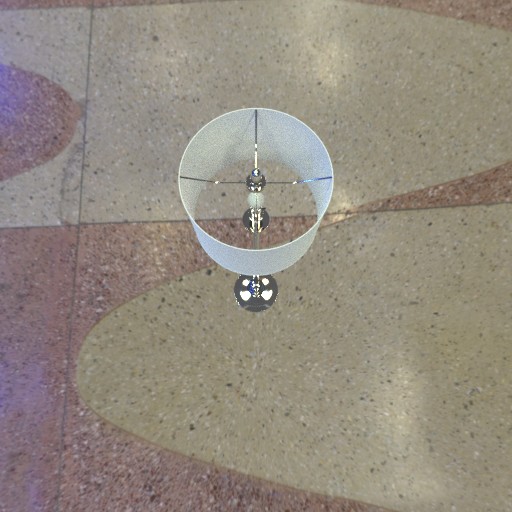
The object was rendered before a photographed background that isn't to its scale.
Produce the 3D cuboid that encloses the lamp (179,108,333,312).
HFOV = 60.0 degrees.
[{"bbox_3d":[0.000,0.000,1.713,0.356,1.487,0.356,0,75,0],"label":"lamp"}]
